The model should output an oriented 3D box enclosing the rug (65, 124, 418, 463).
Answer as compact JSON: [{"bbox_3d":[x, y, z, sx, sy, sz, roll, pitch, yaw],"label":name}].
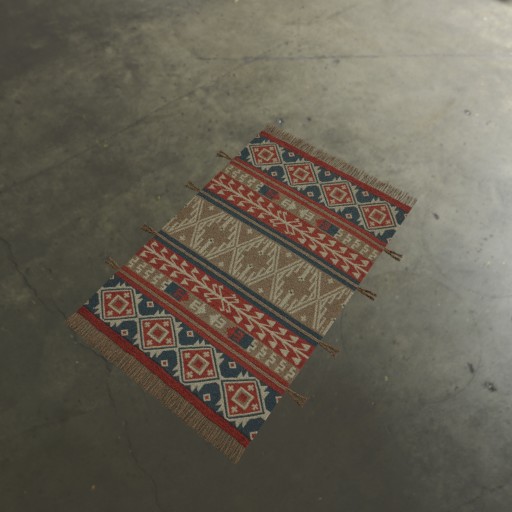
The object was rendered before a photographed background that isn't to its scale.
[{"bbox_3d":[0.000,0.000,3.312,1.778,0.048,2.450,32,64,18],"label":"rug"}]
